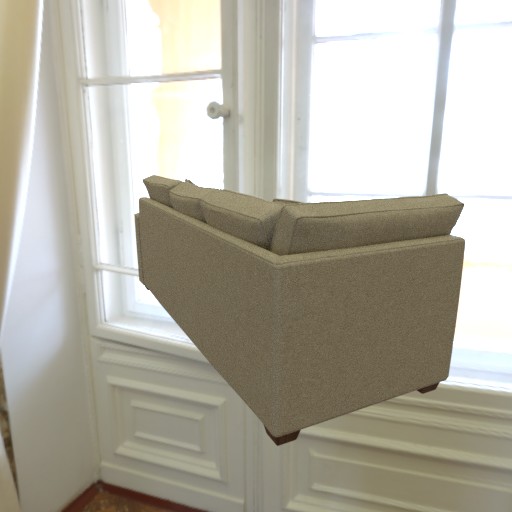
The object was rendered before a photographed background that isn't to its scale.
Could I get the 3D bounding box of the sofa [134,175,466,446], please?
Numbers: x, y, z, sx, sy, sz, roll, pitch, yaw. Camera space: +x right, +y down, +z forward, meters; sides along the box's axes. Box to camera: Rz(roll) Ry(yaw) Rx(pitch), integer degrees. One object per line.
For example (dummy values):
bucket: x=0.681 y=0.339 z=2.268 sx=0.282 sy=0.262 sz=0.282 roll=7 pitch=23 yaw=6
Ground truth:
sofa: x=0.000 y=0.000 z=2.836 sx=1.053 sy=0.948 sz=2.323 roll=-7 pitch=16 yaw=-26
